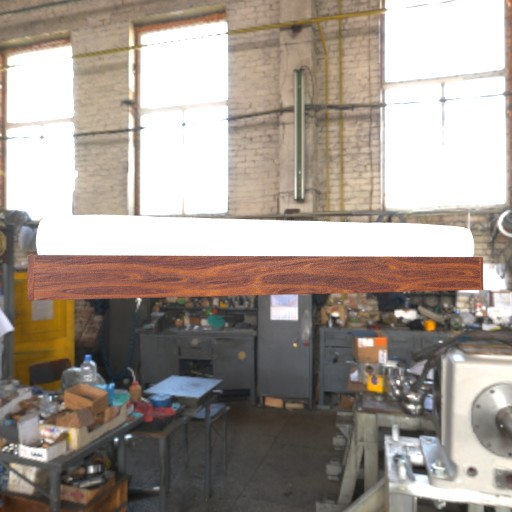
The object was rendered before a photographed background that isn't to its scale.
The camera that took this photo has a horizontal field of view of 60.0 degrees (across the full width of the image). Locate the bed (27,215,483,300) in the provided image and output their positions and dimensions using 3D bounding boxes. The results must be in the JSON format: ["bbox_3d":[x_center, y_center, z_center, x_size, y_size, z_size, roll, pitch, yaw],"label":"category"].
[{"bbox_3d":[0.000,0.000,2.178,1.860,0.312,0.940,0,-1,-17],"label":"bed"}]
